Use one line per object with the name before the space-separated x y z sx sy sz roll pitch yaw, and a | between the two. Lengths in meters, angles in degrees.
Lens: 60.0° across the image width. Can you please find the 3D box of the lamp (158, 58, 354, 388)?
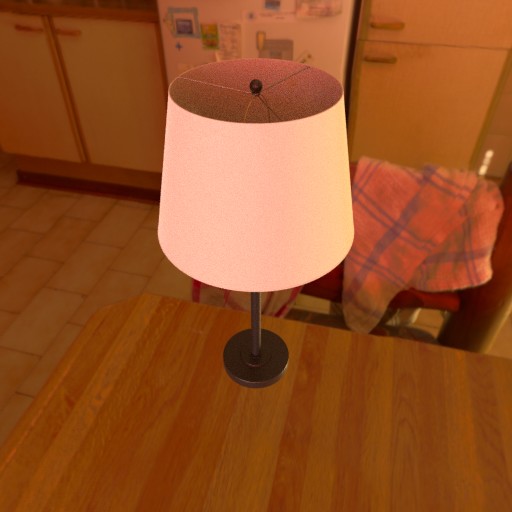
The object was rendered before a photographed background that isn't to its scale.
lamp | 0.000 0.000 0.887 0.363 0.696 0.363 0 41 0
